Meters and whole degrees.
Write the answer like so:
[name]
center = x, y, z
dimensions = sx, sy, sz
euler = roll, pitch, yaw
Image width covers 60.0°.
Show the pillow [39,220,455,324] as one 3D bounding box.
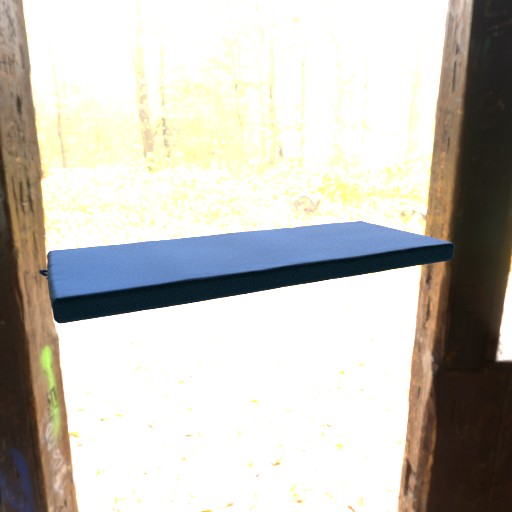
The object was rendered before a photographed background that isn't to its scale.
[pillow]
center = 0.000, 0.000, 1.342
dimensions = 1.187, 0.081, 0.492
euler = -7, 16, -25
